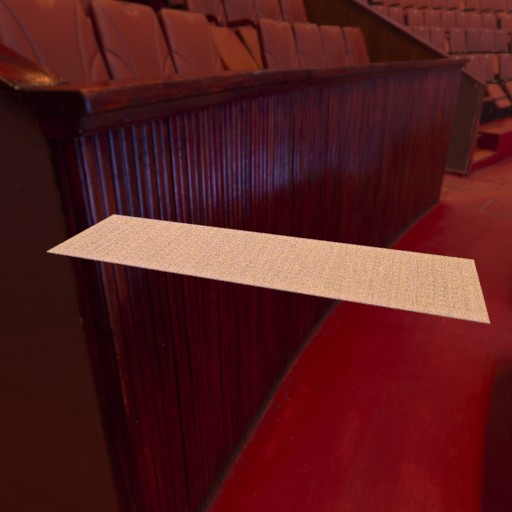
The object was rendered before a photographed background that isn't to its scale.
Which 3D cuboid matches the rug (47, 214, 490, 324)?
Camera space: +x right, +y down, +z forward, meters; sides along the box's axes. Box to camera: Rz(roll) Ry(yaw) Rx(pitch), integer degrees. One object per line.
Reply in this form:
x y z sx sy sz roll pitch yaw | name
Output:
0.000 0.000 2.628 2.437 0.006 0.686 8 27 16 | rug
